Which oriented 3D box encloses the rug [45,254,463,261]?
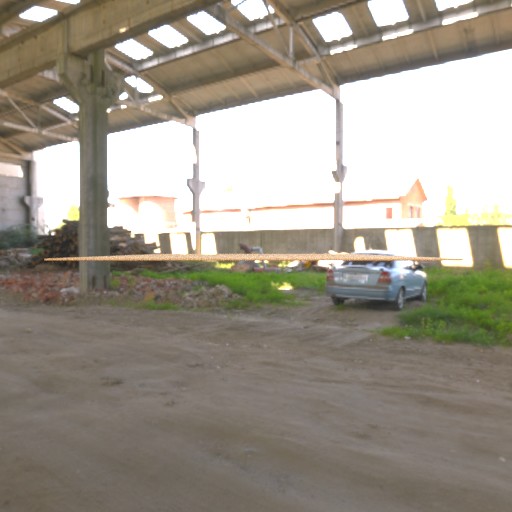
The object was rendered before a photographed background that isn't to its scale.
[{"bbox_3d":[0.000,0.000,4.066,2.439,0.013,3.048,0,1,1],"label":"rug"}]
